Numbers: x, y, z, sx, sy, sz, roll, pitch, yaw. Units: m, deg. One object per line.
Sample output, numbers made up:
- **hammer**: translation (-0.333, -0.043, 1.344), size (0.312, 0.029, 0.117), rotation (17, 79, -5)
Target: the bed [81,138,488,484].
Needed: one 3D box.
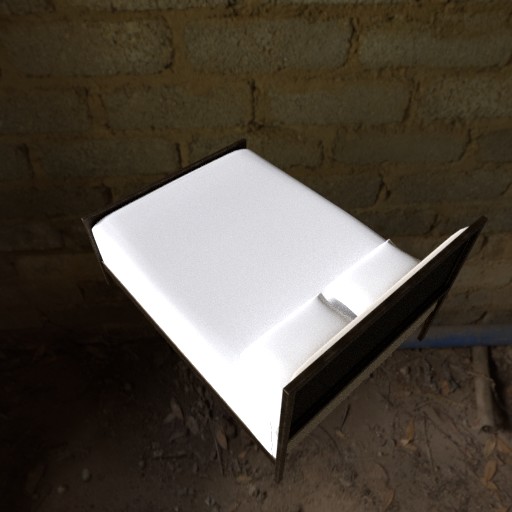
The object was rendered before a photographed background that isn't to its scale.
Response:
- **bed**: translation (0.000, 0.000, 3.240), size (1.607, 1.313, 2.221), rotation (-33, 56, -26)
